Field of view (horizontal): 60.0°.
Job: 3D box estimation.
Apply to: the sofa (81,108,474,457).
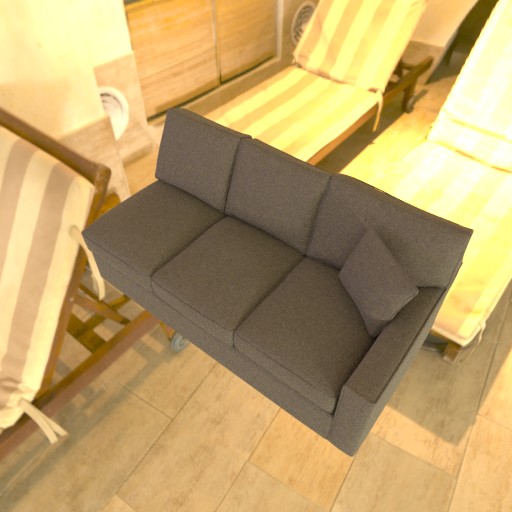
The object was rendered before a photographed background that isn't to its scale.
[{"bbox_3d":[0.000,0.000,2.552,1.963,0.946,1.034,29,53,25],"label":"sofa"}]
